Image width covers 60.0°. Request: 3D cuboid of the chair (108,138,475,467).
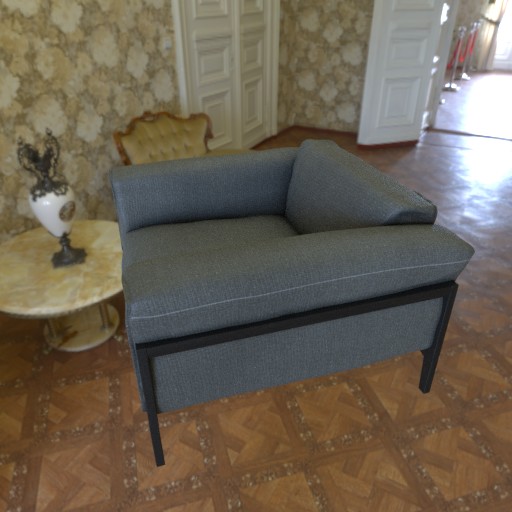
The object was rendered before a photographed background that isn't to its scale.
[{"bbox_3d":[0.000,0.000,1.633,0.969,0.646,1.056,-9,31,-15],"label":"chair"}]
